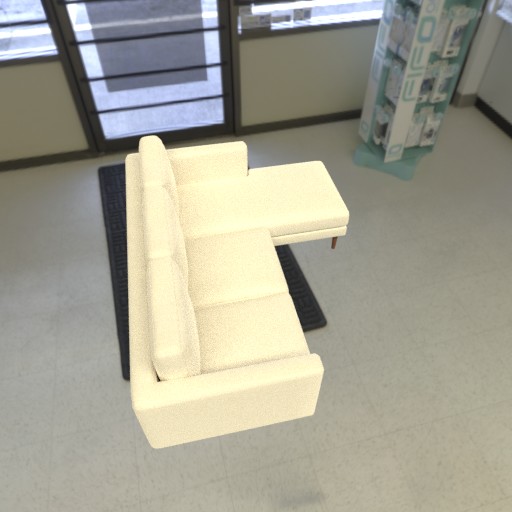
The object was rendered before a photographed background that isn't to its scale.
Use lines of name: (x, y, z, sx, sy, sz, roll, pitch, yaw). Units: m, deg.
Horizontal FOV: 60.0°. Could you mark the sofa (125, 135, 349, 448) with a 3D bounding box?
sofa: (0.000, 0.000, 2.929, 1.580, 0.899, 2.029, -9, 48, -8)
